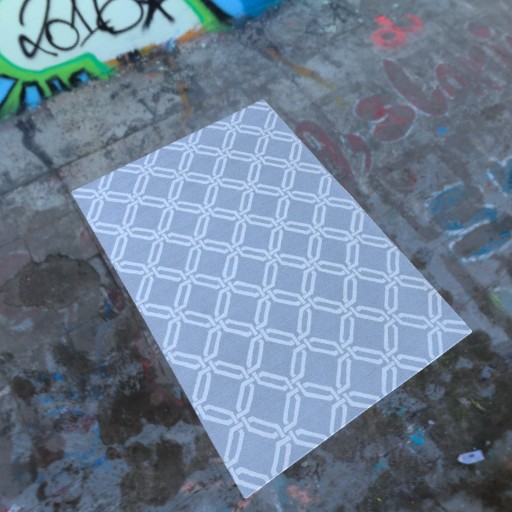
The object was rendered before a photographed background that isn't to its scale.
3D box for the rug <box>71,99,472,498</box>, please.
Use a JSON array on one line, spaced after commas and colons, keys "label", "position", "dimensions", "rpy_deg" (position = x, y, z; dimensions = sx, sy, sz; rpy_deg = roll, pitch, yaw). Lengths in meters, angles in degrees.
[{"label": "rug", "position": [0.000, 0.000, 2.708], "dimensions": [1.522, 0.013, 2.133], "rpy_deg": [-30, 67, -14]}]
